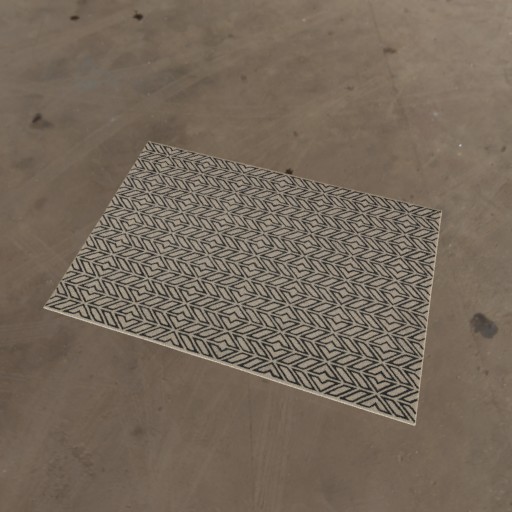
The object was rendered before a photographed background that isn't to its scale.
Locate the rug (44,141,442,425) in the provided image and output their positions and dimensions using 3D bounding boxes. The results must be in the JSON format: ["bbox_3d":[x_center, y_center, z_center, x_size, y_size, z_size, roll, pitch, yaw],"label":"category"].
[{"bbox_3d":[0.000,0.000,2.359,1.828,0.007,1.220,15,59,9],"label":"rug"}]
